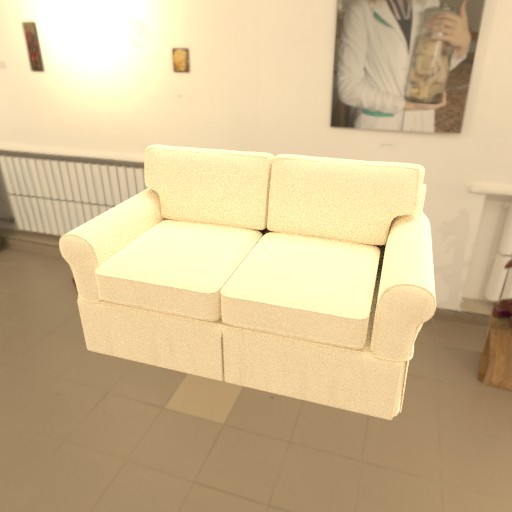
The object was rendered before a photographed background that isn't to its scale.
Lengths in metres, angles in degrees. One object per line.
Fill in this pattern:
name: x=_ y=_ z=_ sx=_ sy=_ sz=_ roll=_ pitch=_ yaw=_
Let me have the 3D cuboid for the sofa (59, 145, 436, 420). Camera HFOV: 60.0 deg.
sofa: x=0.000 y=0.000 z=2.354 sx=1.727 sy=0.940 sz=0.991 roll=8 pitch=27 yaw=16
